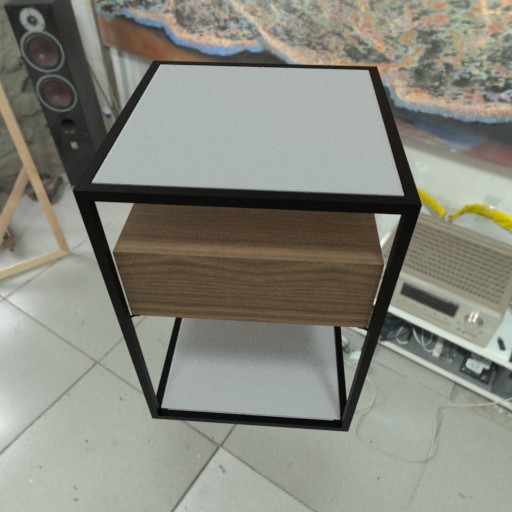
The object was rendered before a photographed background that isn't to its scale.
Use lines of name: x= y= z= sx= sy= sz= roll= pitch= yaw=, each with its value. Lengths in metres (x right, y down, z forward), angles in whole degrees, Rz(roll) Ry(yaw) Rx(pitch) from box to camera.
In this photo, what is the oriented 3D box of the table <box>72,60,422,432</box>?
table: x=0.000 y=0.000 z=0.799 sx=0.378 sy=0.540 sz=0.378 roll=3 pitch=44 yaw=3
